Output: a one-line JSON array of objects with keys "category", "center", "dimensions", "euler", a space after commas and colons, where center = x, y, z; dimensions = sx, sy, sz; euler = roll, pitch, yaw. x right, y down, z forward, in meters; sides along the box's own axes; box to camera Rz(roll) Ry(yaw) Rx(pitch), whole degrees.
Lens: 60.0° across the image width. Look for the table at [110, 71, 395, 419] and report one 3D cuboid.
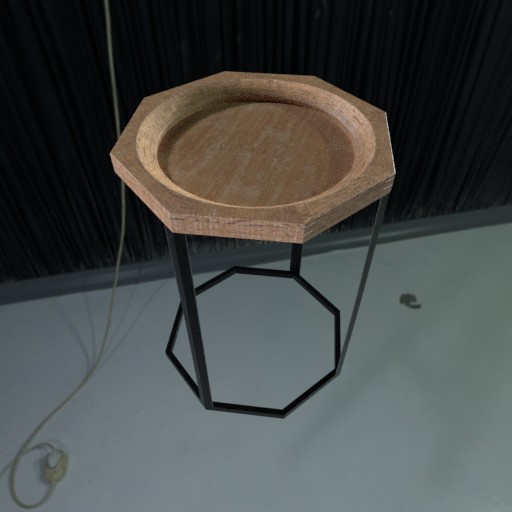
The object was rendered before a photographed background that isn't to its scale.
[{"category": "table", "center": [0.000, 0.000, 0.878], "dimensions": [0.437, 0.553, 0.437], "euler": [-11, 48, -11]}]
